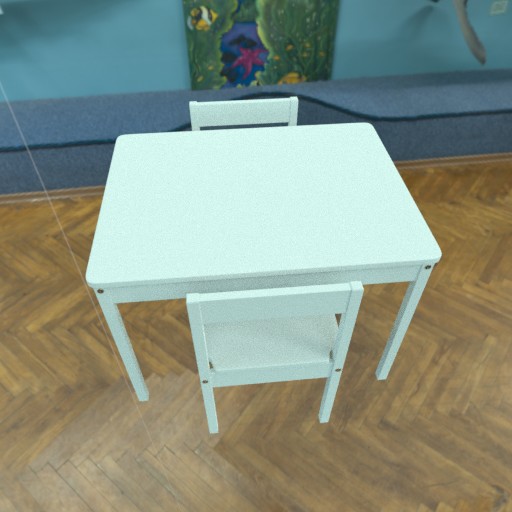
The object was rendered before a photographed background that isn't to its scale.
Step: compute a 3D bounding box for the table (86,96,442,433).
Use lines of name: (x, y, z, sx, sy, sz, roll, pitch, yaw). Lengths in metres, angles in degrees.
table: (0.000, 0.000, 1.116, 0.650, 0.503, 0.672, -4, 46, -4)
